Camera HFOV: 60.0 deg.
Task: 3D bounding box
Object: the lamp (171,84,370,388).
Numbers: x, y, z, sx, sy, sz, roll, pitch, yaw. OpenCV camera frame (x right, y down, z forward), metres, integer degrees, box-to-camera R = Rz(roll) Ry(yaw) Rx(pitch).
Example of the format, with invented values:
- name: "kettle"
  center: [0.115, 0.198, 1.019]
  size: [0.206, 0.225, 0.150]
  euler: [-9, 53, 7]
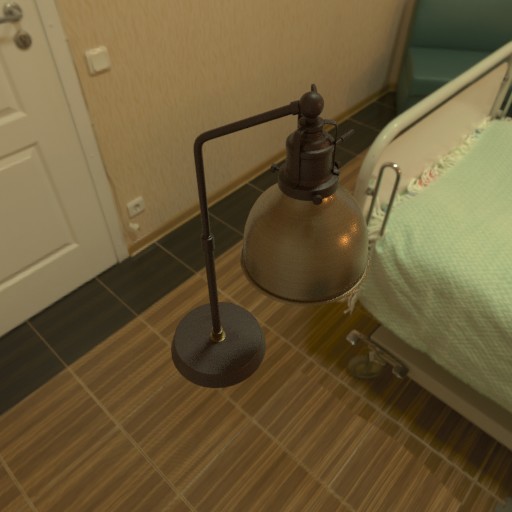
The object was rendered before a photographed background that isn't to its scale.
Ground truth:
- name: "lamp"
  center: [0.000, 0.000, 0.600]
  size: [0.298, 0.469, 0.175]
  euler: [10, 46, 10]
